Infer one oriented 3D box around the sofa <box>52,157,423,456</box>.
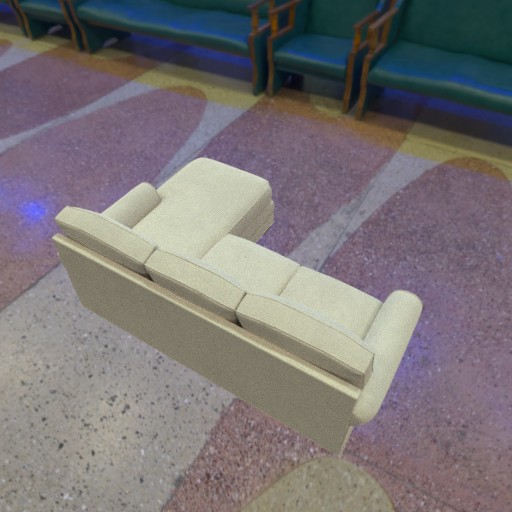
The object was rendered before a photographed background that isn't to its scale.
[{"bbox_3d":[0.000,0.000,2.416,1.770,0.734,1.226,24,51,21],"label":"sofa"}]
